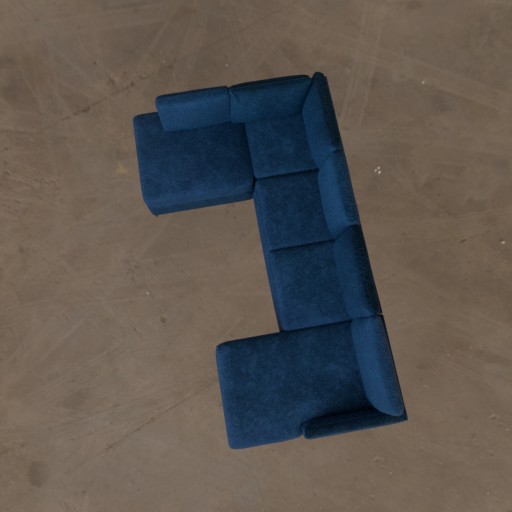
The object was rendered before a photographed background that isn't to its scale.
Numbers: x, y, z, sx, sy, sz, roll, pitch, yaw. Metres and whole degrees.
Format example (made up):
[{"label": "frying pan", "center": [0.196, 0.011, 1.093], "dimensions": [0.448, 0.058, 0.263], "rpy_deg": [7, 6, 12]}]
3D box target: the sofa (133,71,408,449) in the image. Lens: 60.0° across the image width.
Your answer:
[{"label": "sofa", "center": [0.000, 0.000, 4.337], "dimensions": [2.055, 0.992, 3.434], "rpy_deg": [-10, 77, -2]}]
